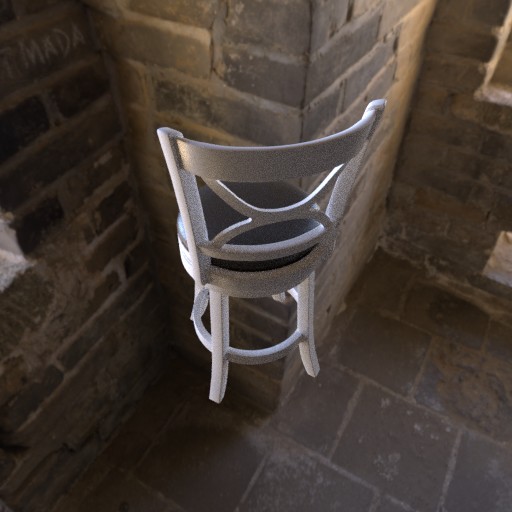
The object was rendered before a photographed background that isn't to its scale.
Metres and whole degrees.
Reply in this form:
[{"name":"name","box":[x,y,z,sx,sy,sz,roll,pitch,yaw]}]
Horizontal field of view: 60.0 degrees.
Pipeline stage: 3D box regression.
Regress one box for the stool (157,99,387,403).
[{"name":"stool","box":[0.000,0.000,1.235,0.444,0.953,0.508,-11,43,-12]}]
